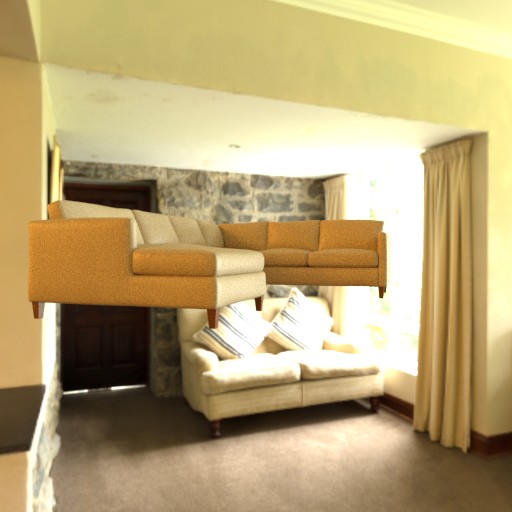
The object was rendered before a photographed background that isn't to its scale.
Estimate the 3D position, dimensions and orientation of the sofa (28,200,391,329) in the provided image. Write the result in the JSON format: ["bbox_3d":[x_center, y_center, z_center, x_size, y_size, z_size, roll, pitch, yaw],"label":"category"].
[{"bbox_3d":[0.000,0.000,4.594,2.594,0.961,3.460,0,0,19],"label":"sofa"}]
